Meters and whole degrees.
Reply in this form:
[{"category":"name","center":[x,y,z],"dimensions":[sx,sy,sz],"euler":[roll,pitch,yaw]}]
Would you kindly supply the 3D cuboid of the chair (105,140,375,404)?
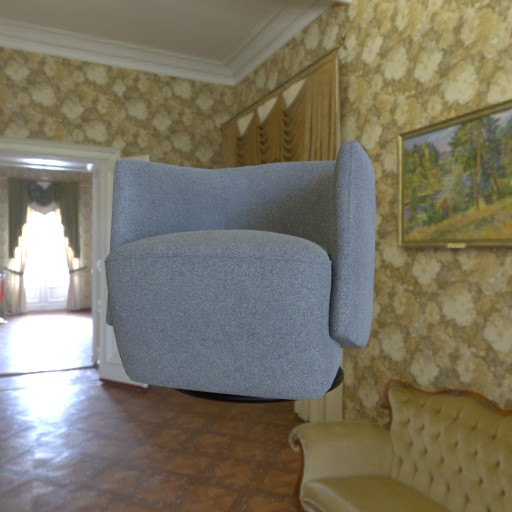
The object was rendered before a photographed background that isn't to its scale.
[{"category":"chair","center":[0.000,0.000,1.618],"dimensions":[0.822,0.861,0.986],"euler":[0,0,19]}]
